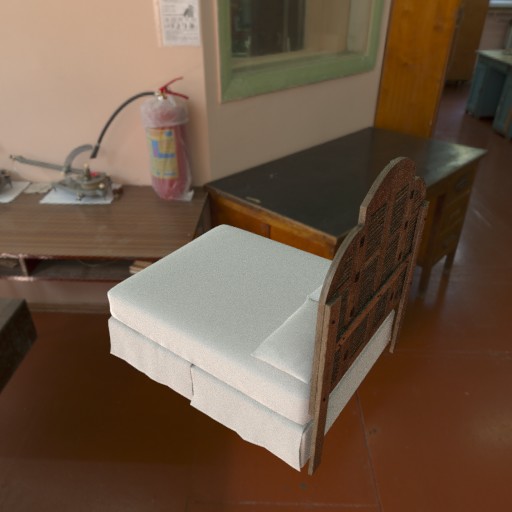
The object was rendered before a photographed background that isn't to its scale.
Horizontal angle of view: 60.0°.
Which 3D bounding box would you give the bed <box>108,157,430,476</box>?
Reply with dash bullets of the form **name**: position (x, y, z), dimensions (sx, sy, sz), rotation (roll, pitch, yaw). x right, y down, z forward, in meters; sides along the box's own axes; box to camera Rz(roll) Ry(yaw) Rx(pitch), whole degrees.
- **bed**: position (0.000, 0.000, 3.615), dimensions (2.138, 2.019, 1.713), rotation (21, 37, 30)
